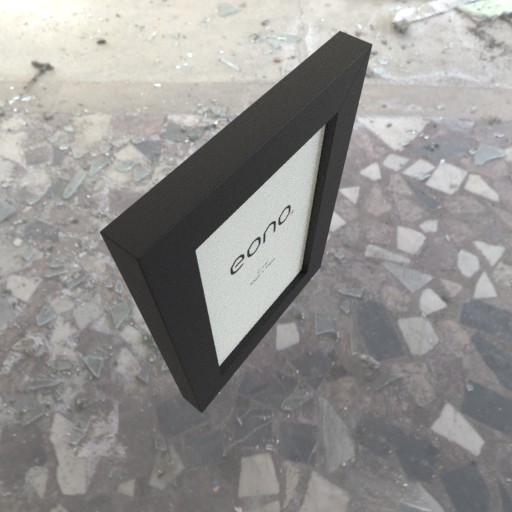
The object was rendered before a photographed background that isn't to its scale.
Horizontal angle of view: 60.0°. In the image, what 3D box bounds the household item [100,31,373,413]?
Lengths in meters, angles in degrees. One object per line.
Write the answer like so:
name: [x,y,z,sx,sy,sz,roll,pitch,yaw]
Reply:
household item: [0.000,0.000,0.231,0.022,0.178,0.133,33,63,19]
